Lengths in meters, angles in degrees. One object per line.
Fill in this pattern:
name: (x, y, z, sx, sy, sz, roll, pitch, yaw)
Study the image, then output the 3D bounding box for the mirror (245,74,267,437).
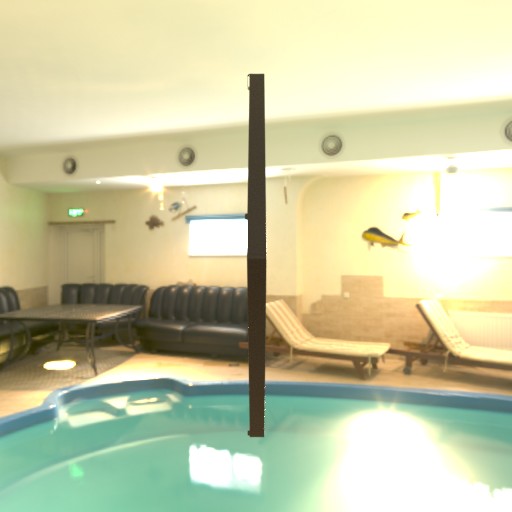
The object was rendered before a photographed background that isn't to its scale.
mirror: (0.000, 0.000, 0.828, 0.032, 0.679, 0.419, 0, 0, 0)
